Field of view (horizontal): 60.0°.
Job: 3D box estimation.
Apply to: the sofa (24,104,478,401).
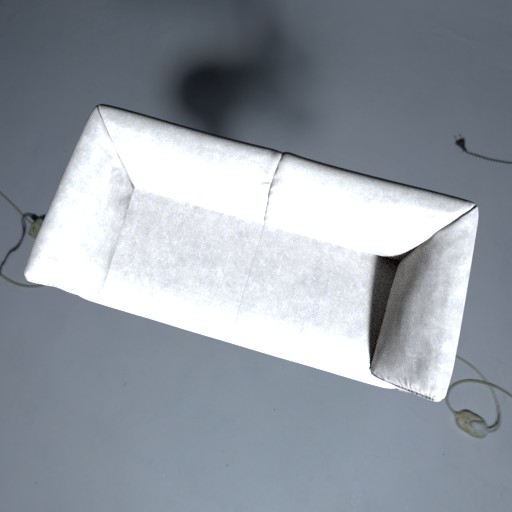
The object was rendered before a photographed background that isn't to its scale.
[{"bbox_3d":[0.000,0.000,2.253,1.878,0.747,0.905,16,77,4],"label":"sofa"}]
